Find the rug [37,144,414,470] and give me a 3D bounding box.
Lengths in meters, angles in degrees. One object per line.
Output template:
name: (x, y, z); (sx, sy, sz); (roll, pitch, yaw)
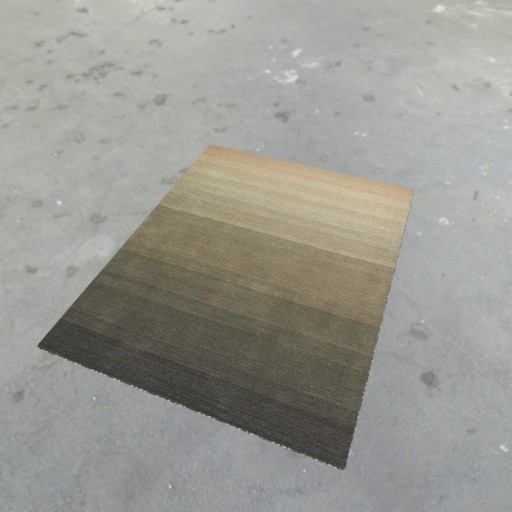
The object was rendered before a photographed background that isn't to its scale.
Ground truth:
rug: (0.000, 0.000, 3.863); (2.305, 0.017, 2.902); (16, 49, 15)
